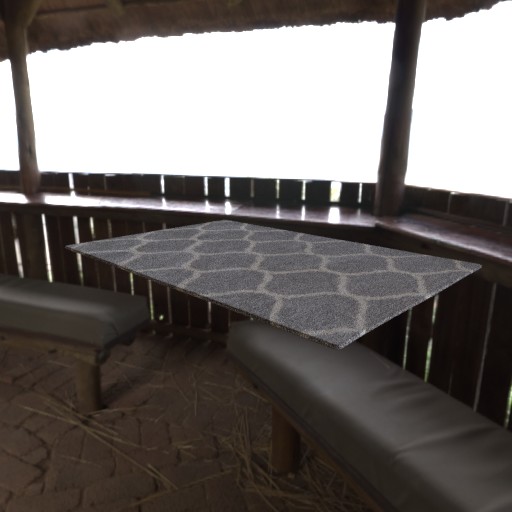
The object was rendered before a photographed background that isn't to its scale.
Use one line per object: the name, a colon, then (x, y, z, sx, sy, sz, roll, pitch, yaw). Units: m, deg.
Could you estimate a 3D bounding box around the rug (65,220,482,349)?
rug: (0.000, 0.000, 3.397, 2.701, 0.026, 1.801, 13, 20, 42)
